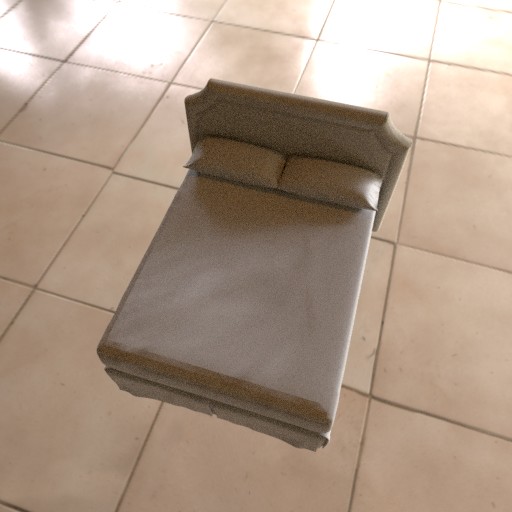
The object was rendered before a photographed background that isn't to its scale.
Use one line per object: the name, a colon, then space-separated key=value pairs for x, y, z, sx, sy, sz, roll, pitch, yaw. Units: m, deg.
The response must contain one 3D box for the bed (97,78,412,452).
bed: x=0.000 y=0.000 z=3.284 sx=1.828 sy=1.297 sz=2.164 roll=14 pitch=58 yaw=9
